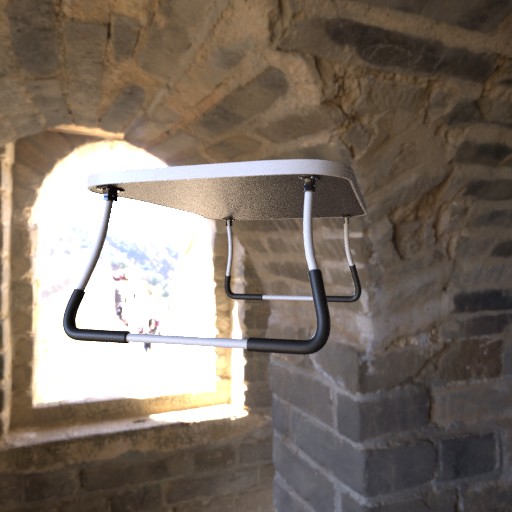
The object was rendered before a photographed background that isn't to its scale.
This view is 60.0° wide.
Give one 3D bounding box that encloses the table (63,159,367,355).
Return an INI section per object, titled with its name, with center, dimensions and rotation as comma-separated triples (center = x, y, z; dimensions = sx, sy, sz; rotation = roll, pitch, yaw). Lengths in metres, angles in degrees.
[table]
center = 0.000, 0.000, 0.862
dimensions = 0.400, 0.232, 0.660
rotation = 0, 0, 17
